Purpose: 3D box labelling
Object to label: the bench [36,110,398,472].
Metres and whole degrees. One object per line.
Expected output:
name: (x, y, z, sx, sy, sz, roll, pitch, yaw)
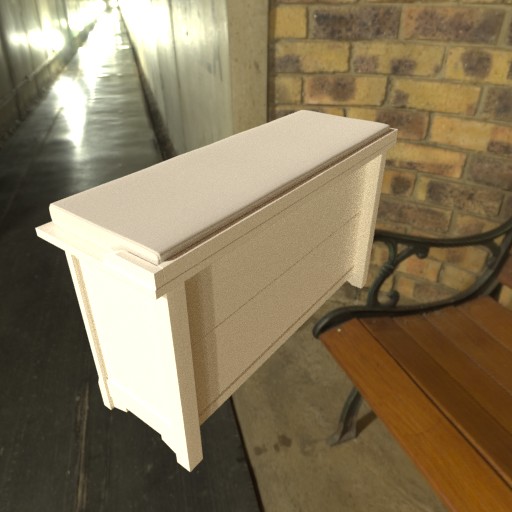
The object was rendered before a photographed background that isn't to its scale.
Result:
bench: (0.000, 0.000, 1.250, 0.346, 0.589, 0.987, 22, 38, 31)
